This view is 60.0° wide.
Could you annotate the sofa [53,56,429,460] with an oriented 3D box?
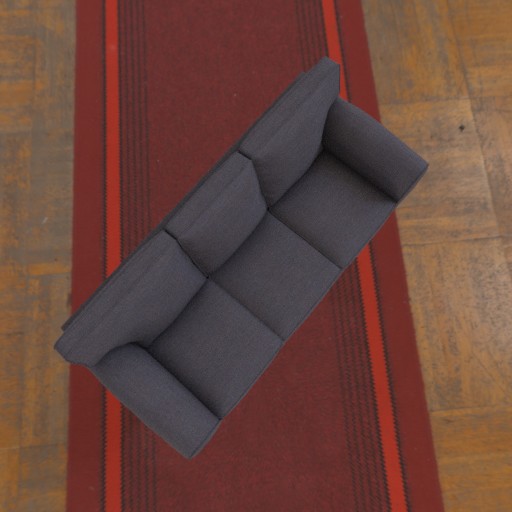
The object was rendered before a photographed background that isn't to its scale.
[{"bbox_3d":[0.000,0.000,2.566,0.909,0.966,2.084,39,79,9],"label":"sofa"}]
